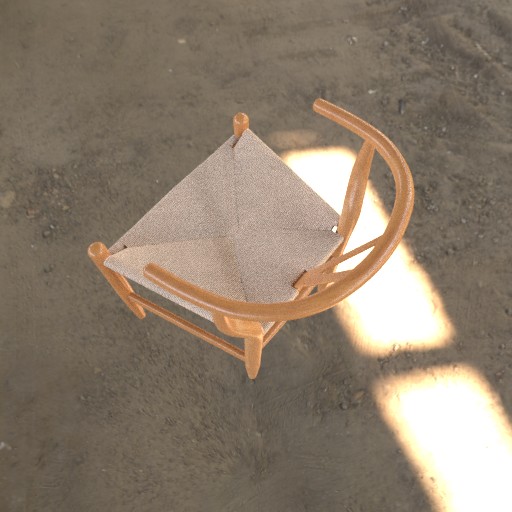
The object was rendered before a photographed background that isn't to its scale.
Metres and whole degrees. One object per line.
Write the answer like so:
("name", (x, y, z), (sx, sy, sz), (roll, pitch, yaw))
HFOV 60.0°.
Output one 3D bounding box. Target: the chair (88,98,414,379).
("chair", (0.000, 0.000, 1.143), (0.579, 0.730, 0.569), (36, 69, 17))
